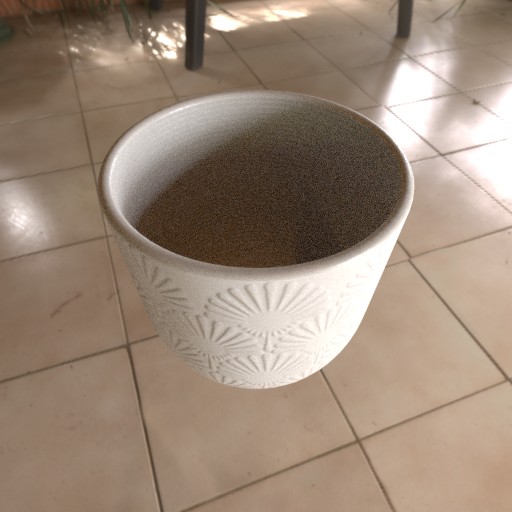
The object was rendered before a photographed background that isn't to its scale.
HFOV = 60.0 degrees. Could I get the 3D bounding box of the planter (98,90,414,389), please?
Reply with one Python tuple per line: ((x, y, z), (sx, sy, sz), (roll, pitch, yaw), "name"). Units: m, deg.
((0.000, 0.000, 0.298), (0.170, 0.152, 0.170), (0, 47, 0), "planter")
